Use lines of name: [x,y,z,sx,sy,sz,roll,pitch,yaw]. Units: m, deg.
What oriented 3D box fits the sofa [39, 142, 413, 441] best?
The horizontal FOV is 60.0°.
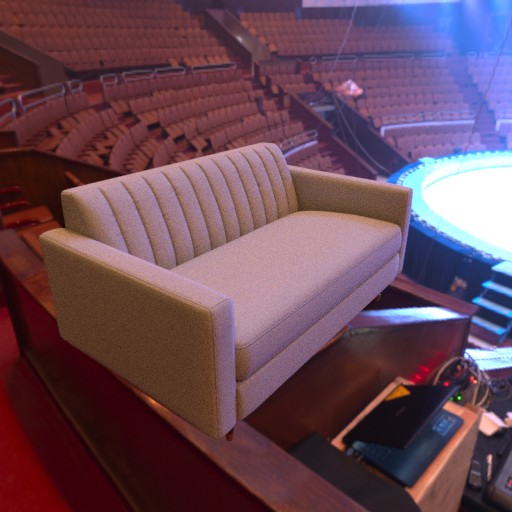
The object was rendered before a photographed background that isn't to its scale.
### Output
sofa: [0.000,0.000,2.137,0.950,0.801,1.585,18,30,34]
